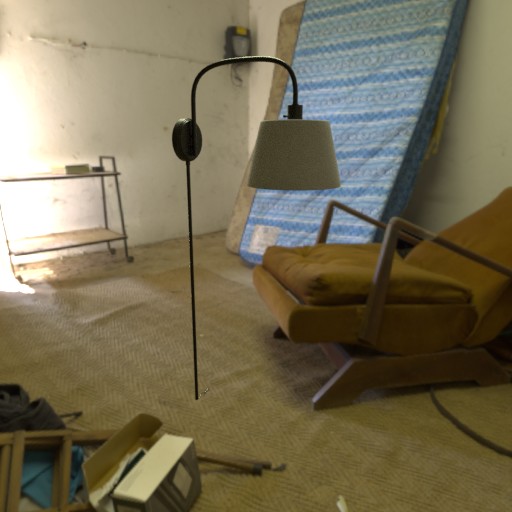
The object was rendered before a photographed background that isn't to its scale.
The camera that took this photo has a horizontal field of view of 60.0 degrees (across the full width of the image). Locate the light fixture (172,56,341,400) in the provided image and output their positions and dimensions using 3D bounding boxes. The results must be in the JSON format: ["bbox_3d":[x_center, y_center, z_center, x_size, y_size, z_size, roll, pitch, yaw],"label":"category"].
[{"bbox_3d":[0.000,0.000,0.479,0.176,0.399,0.092,7,16,26],"label":"light fixture"}]
